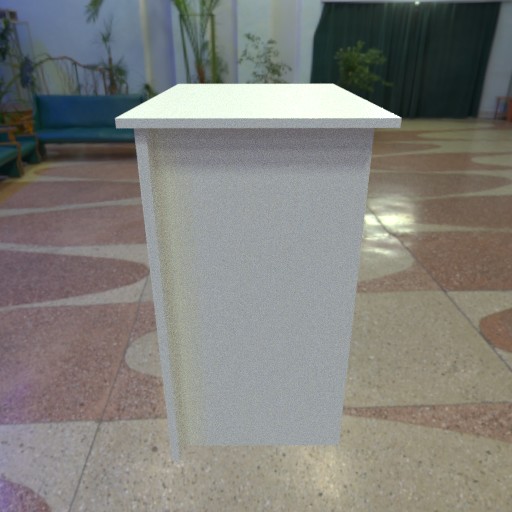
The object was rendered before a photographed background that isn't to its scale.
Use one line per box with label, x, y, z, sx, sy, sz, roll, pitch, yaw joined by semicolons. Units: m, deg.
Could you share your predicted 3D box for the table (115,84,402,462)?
table;0.000;0.000;1.042;0.406;0.711;0.589;0;26;0
